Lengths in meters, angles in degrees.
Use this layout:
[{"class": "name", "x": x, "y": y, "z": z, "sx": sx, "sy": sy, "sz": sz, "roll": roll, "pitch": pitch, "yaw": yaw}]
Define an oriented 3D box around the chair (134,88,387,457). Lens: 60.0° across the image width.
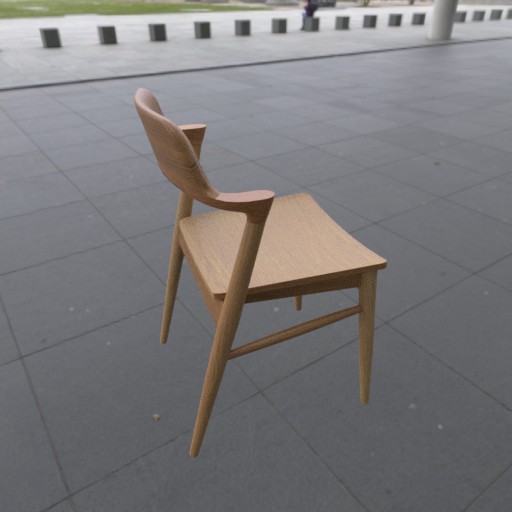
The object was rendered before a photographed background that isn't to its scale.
[{"class": "chair", "x": 0.000, "y": 0.000, "z": 1.120, "sx": 0.499, "sy": 0.792, "sz": 0.512, "roll": -11, "pitch": 33, "yaw": -17}]
